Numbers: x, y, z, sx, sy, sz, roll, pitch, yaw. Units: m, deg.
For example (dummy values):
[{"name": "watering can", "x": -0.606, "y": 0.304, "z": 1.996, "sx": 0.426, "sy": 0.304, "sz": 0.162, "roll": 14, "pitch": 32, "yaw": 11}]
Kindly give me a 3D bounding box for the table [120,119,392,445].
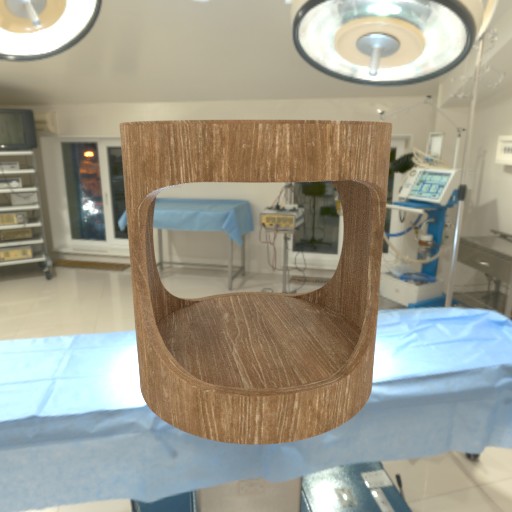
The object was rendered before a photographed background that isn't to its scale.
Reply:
[{"name": "table", "x": 0.000, "y": 0.000, "z": 0.965, "sx": 0.527, "sy": 0.551, "sz": 0.527, "roll": 0, "pitch": 15, "yaw": 0}]
